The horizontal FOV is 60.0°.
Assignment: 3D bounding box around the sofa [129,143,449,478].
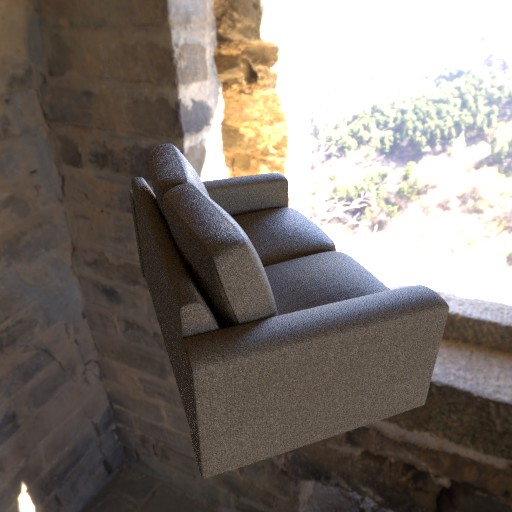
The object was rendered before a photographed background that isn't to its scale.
[{"bbox_3d":[0.000,0.000,2.197,1.016,0.873,1.616,-10,31,-18],"label":"sofa"}]
